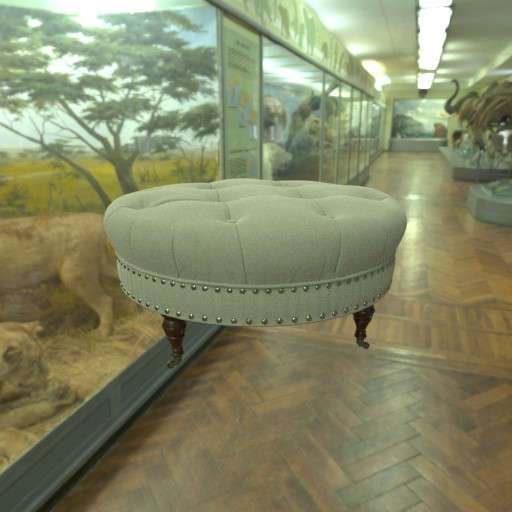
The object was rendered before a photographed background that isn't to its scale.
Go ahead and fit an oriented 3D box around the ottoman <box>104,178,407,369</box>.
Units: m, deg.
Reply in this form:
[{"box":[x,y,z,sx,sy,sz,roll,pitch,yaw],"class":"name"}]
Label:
[{"box":[0.000,0.000,1.422,0.901,0.439,0.901,0,17,0],"class":"ottoman"}]
